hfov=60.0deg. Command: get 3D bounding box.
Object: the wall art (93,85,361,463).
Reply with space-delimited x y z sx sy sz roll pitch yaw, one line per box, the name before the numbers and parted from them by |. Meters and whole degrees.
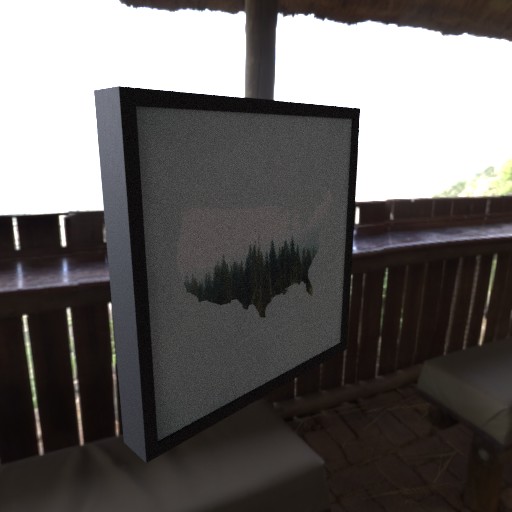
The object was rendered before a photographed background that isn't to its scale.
wall art | 0.000 0.000 0.459 0.038 0.304 0.304 14 20 43
